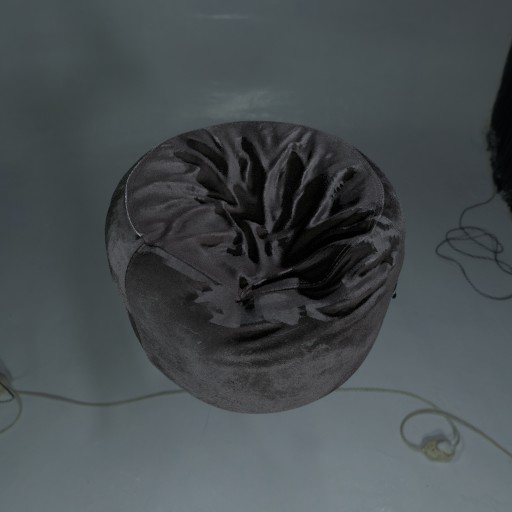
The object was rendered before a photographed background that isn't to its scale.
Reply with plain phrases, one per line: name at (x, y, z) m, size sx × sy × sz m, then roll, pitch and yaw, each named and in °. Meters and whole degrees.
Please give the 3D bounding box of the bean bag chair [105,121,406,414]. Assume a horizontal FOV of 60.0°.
bean bag chair at (0.000, 0.000, 1.485) m, size 0.918 × 0.605 × 0.918 m, roll 0°, pitch 46°, yaw 0°
